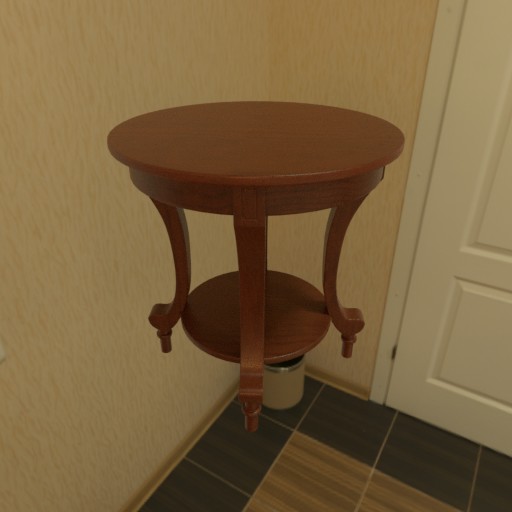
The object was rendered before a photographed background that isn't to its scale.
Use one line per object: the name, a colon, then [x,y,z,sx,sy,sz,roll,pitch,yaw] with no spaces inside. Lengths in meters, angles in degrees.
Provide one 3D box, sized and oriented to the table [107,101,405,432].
table: [0.000,0.000,1.073,0.597,0.612,0.597,0,30,0]
